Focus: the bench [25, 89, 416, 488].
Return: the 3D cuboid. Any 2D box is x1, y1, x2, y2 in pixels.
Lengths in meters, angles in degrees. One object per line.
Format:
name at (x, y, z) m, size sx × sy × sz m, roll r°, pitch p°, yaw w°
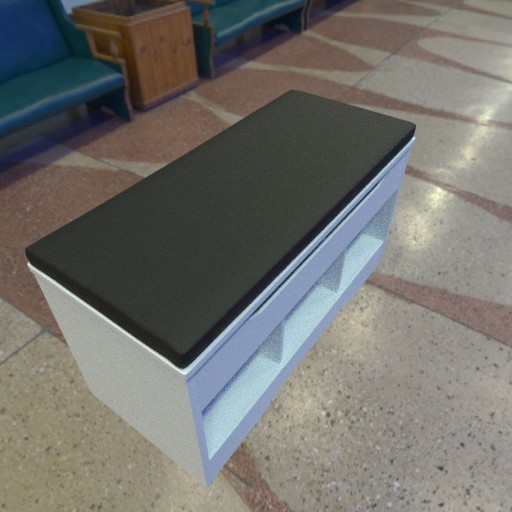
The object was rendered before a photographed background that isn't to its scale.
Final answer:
bench at (0.000, 0.000, 1.142) m, size 0.401 × 0.500 × 0.899 m, roll 26°, pitch 49°, yaw 26°
